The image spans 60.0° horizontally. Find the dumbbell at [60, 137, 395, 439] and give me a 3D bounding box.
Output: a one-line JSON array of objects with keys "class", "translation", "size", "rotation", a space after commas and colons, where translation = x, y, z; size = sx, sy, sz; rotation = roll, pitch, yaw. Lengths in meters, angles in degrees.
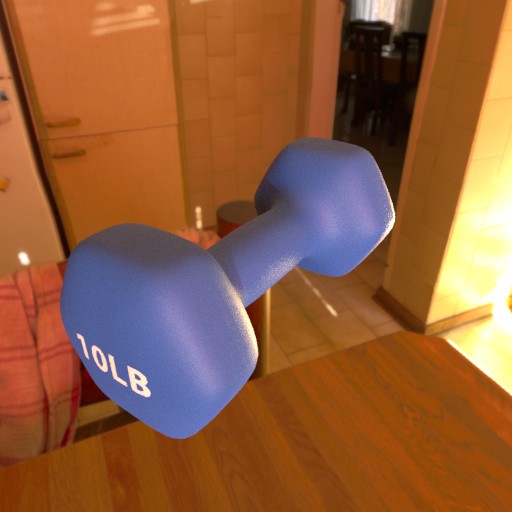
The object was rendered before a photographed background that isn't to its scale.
[{"class": "dumbbell", "translation": [0.000, 0.000, 0.258], "size": [0.103, 0.093, 0.212], "rotation": [20, 37, 30]}]
